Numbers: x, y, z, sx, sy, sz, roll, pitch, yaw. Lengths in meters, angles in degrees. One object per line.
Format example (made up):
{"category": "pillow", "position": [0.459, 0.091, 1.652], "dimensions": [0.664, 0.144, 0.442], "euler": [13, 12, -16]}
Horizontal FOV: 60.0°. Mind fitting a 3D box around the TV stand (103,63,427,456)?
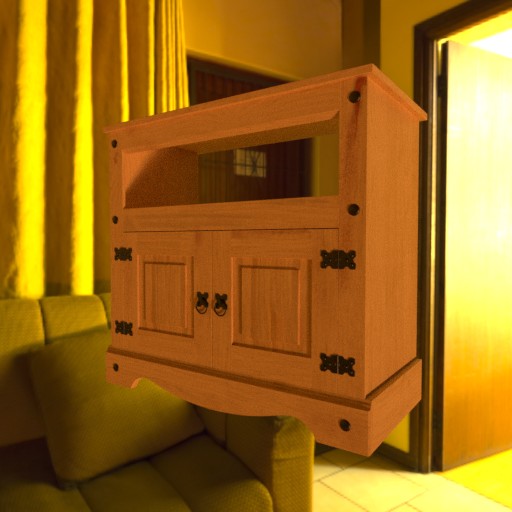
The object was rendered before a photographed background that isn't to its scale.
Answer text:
{"category": "TV stand", "position": [0.000, 0.000, 1.300], "dimensions": [0.851, 0.787, 0.430], "euler": [1, 2, 35]}
